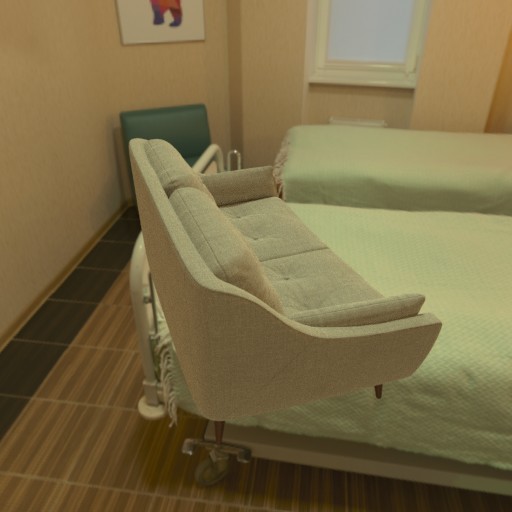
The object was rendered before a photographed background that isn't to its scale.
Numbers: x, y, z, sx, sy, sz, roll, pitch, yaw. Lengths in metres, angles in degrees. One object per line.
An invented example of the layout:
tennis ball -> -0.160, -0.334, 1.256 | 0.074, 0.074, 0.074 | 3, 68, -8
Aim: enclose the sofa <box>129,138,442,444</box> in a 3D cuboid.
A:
sofa -> 0.000, 0.000, 2.205 | 0.965, 0.888, 1.652 | -11, 33, -18
